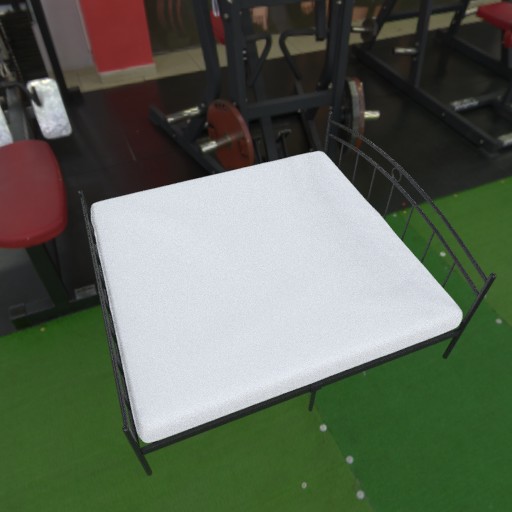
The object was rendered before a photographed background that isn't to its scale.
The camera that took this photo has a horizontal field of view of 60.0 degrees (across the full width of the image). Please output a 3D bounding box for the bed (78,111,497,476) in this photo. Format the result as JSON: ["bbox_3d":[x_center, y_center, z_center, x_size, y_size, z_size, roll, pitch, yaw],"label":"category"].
[{"bbox_3d":[0.000,0.000,2.982,2.040,0.940,1.880,-16,49,-15],"label":"bed"}]
